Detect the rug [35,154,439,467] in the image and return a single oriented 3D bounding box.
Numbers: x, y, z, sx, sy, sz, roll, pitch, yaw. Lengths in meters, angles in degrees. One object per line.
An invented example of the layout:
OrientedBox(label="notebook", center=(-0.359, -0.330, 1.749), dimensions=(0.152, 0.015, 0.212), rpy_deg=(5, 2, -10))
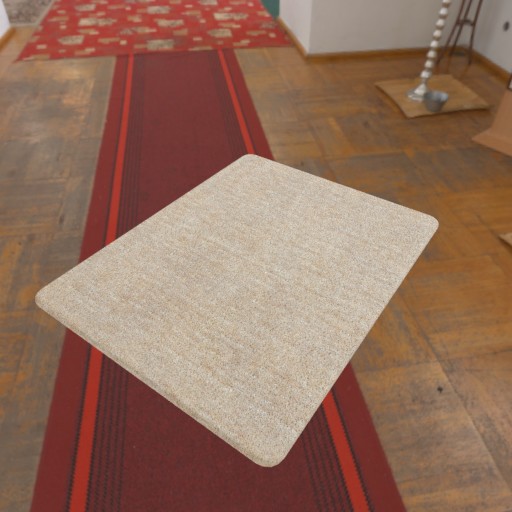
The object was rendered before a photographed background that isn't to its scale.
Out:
OrientedBox(label="rug", center=(0.000, 0.000, 3.366), dimensions=(2.009, 0.048, 2.528), rpy_deg=(25, 47, 26))
